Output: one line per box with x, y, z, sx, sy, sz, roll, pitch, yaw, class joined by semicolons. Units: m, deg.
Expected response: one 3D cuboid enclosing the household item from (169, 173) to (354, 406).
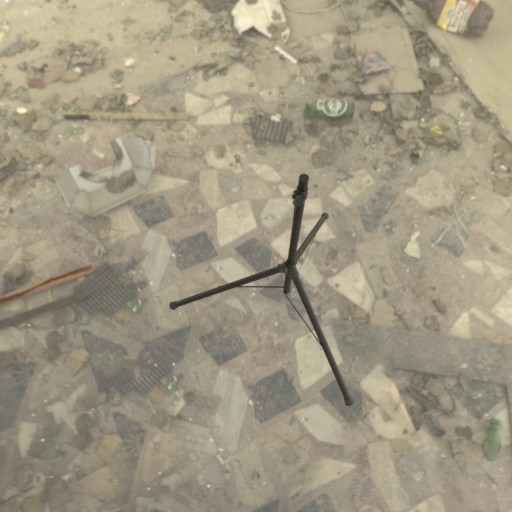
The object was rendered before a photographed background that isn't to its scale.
0.000;0.000;2.774;1.339;1.595;1.596;-1;63;-1;household item
